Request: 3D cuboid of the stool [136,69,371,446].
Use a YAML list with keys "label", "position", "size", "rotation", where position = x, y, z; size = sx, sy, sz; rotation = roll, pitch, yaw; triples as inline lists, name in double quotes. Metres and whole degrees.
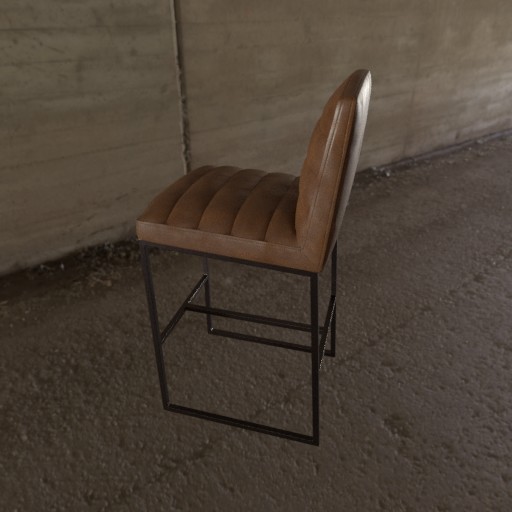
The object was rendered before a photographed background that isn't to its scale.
- label: "stool"
  position: [0.000, 0.000, 1.380]
  size: [0.562, 1.065, 0.463]
  rotation: [8, 31, 14]
